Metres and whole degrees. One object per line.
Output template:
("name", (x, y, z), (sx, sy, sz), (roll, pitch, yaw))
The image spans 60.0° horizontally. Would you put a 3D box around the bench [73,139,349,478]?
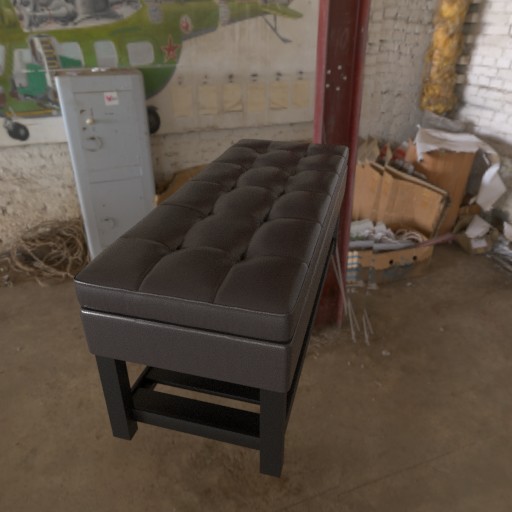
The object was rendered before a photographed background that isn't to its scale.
("bench", (0.000, 0.000, 1.343), (0.432, 0.460, 1.105), (8, 30, 13))
